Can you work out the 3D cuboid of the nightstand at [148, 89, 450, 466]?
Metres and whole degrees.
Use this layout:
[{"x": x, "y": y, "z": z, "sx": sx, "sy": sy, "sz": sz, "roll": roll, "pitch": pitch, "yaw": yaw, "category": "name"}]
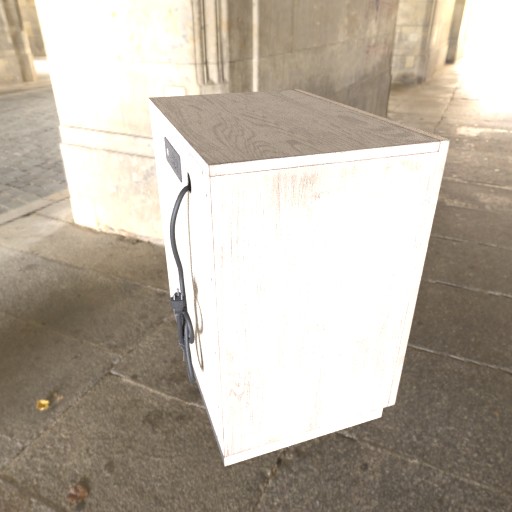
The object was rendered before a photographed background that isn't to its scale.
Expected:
[{"x": 0.000, "y": 0.000, "z": 1.091, "sx": 0.483, "sy": 0.673, "sz": 0.612, "roll": -10, "pitch": 30, "yaw": -17, "category": "nightstand"}]
